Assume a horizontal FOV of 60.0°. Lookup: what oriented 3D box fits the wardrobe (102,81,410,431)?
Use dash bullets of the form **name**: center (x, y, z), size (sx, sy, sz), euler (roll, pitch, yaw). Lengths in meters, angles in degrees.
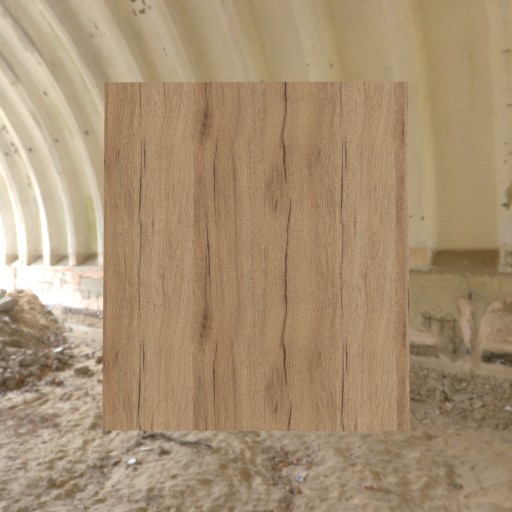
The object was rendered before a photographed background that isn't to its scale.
- **wardrobe**: center (0.000, 0.000, 2.917), size (1.810, 2.070, 0.580), euler (0, -1, 0)
